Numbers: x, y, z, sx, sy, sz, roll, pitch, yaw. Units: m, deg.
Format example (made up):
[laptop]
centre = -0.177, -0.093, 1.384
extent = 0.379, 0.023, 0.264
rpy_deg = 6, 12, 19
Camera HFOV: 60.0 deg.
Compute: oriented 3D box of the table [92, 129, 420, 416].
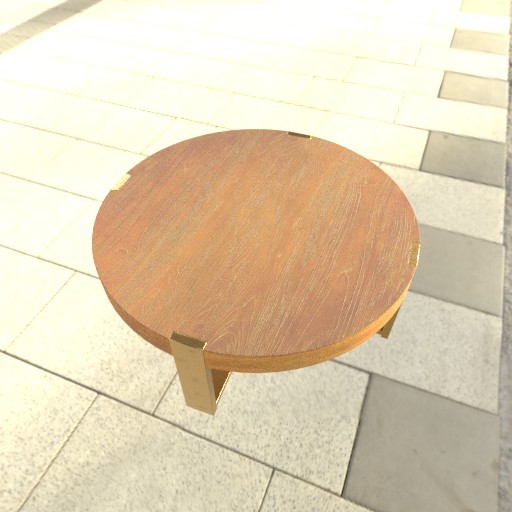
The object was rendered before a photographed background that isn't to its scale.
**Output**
[table]
centre = 0.000, 0.000, 1.689
extent = 1.100, 0.420, 1.100
rpy_deg = 0, 47, 0
